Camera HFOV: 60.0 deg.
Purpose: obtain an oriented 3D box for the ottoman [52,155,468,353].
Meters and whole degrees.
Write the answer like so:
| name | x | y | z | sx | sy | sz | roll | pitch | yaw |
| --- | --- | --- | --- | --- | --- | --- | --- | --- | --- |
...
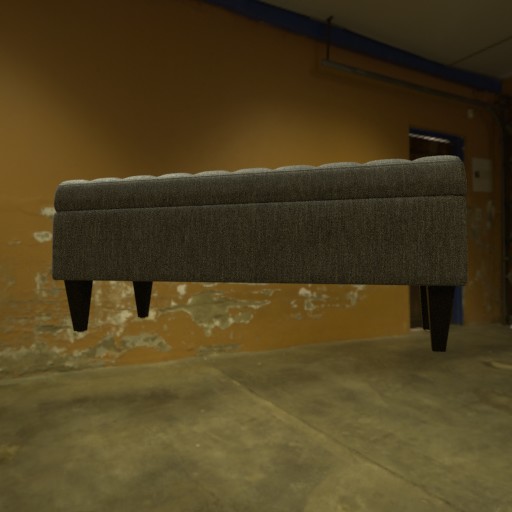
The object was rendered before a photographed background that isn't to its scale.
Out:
| name | x | y | z | sx | sy | sz | roll | pitch | yaw |
| --- | --- | --- | --- | --- | --- | --- | --- | --- | --- |
| ottoman | 0.000 | 0.000 | 1.387 | 1.151 | 0.469 | 0.482 | 0 | -1 | 17 |
